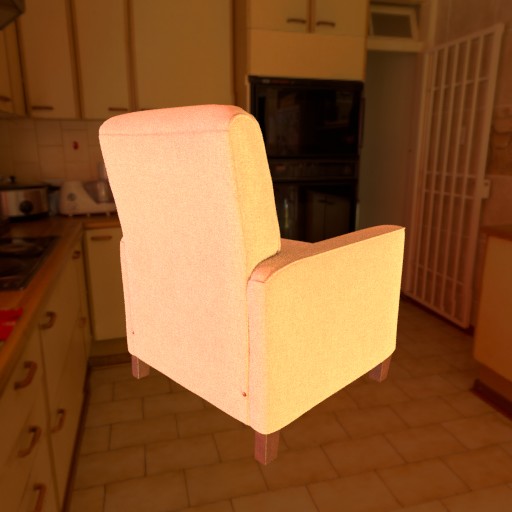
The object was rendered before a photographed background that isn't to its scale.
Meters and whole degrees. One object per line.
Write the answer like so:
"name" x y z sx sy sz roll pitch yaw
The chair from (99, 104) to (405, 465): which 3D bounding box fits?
"chair" 0.000 0.000 1.671 0.845 1.023 0.859 13 19 43
